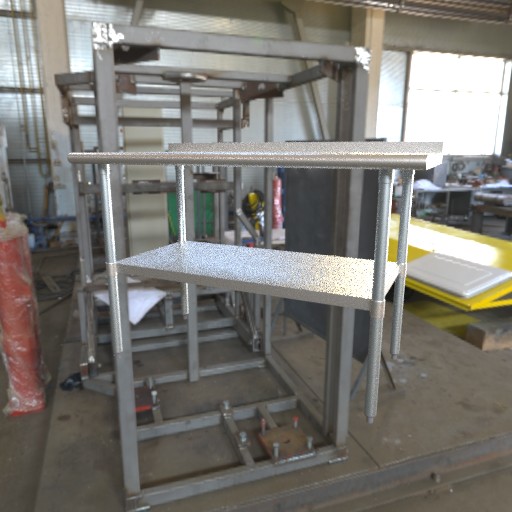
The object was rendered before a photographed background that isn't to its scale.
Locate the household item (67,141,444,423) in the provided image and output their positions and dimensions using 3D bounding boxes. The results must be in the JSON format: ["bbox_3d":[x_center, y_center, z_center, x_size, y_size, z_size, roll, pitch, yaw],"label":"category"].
[{"bbox_3d":[0.000,0.000,1.696,1.219,0.851,0.610,6,15,25],"label":"household item"}]
